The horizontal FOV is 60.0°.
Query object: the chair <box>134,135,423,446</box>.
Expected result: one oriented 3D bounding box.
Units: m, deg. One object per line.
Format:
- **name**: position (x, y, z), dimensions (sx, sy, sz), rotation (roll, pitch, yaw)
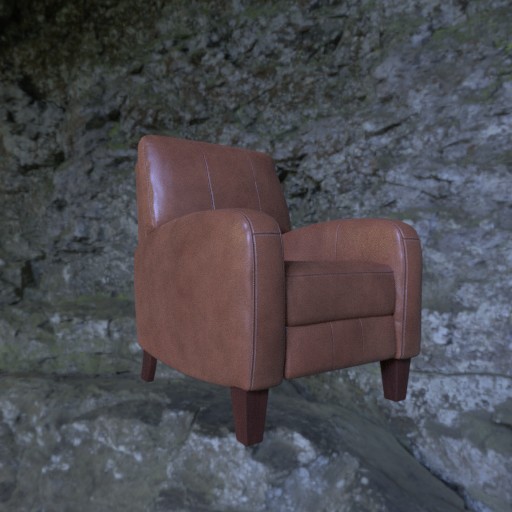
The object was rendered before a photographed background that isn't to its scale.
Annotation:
- **chair**: position (0.000, 0.000, 1.687), dimensions (0.762, 0.990, 0.990), rotation (0, 0, -35)
